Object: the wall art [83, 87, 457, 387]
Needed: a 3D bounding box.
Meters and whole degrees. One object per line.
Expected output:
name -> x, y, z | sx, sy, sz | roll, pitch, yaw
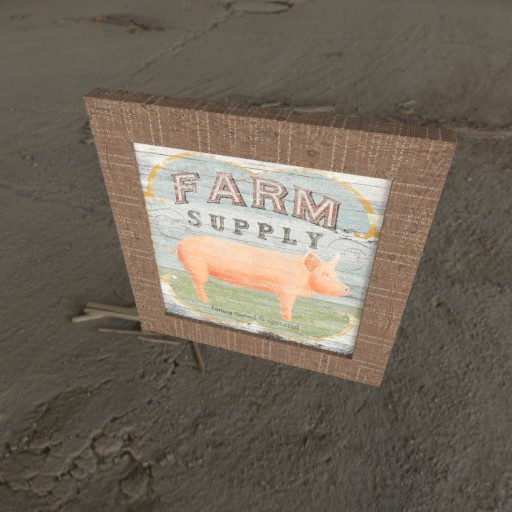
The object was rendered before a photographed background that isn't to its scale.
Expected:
wall art -> 0.000, 0.000, 0.793 | 0.531, 0.531, 0.040 | 11, 42, 13
